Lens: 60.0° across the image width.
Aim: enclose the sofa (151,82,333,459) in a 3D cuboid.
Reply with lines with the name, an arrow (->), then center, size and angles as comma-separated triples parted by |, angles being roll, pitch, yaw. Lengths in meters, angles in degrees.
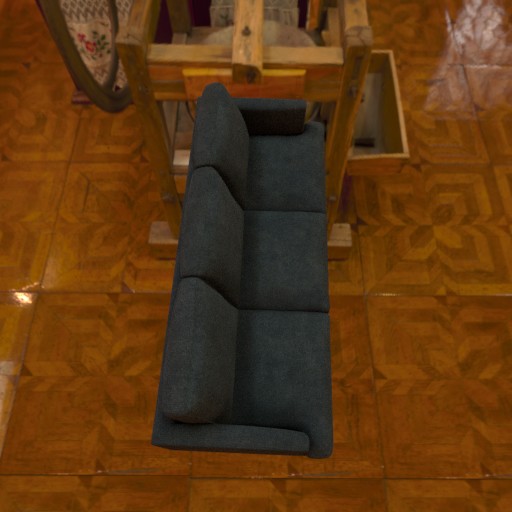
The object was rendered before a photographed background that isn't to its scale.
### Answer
sofa -> 0.000, 0.000, 2.740 | 0.903, 0.930, 2.246 | 2, 64, 1
